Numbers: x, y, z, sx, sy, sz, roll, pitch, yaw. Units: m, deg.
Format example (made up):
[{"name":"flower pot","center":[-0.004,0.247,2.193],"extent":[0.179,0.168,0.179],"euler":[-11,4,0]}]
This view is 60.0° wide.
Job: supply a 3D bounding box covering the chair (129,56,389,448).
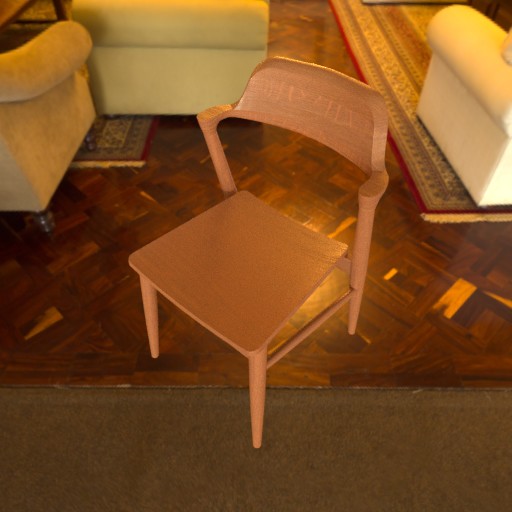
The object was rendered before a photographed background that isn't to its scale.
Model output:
[{"name":"chair","center":[0.000,0.000,1.132],"extent":[0.496,0.801,0.499],"euler":[32,54,27]}]
